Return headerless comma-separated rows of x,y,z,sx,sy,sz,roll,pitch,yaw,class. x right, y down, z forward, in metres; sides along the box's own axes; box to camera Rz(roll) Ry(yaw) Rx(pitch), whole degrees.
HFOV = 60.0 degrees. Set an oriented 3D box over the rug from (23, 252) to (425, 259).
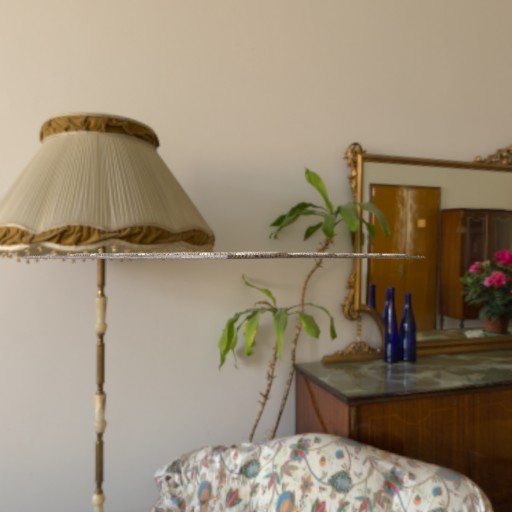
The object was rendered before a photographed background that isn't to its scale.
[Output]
0.000,0.000,2.943,1.513,0.033,2.333,0,0,37,rug
